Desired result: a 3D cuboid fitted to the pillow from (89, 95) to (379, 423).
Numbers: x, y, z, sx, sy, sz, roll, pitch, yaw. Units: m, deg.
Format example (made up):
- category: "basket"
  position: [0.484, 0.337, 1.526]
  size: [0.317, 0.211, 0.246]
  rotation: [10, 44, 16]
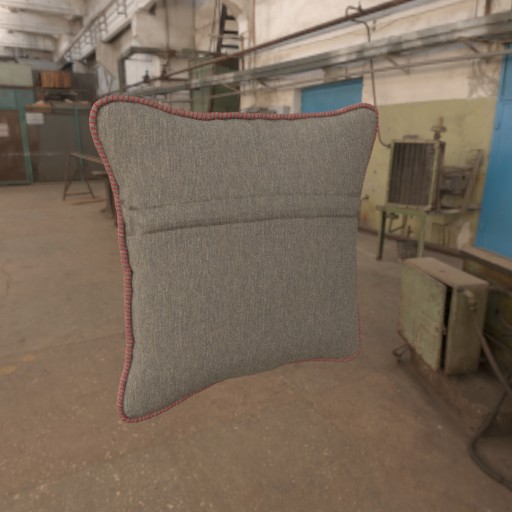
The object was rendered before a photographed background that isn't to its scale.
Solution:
- category: "pillow"
  position: [0.000, 0.000, 0.732]
  size: [0.482, 0.491, 0.124]
  rotation: [-8, 18, -26]
